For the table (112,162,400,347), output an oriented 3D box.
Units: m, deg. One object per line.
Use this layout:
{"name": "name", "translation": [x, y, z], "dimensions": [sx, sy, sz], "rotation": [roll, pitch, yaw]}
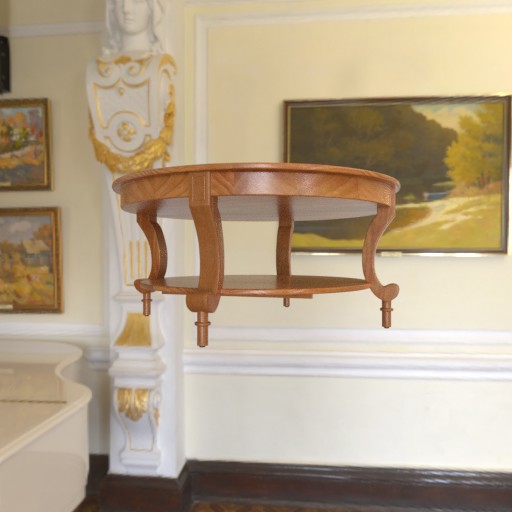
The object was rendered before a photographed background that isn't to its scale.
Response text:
{"name": "table", "translation": [0.000, 0.000, 1.656], "dimensions": [1.029, 0.490, 1.029], "rotation": [0, 0, 0]}
